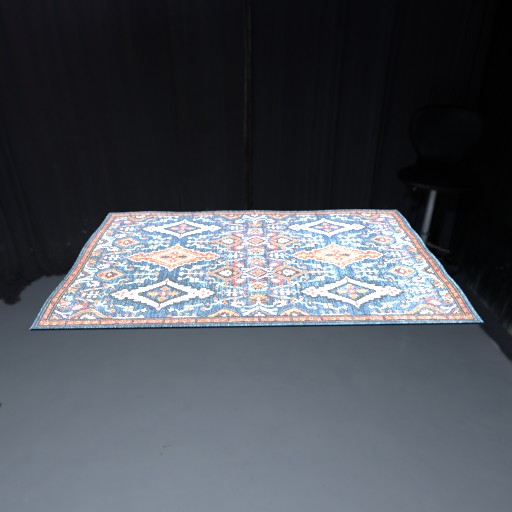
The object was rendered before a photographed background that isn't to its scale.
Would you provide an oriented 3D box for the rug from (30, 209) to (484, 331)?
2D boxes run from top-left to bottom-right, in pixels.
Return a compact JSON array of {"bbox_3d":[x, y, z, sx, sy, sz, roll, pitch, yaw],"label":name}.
[{"bbox_3d":[0.000,0.000,2.301,1.847,0.014,1.195,-1,29,-1],"label":"rug"}]
